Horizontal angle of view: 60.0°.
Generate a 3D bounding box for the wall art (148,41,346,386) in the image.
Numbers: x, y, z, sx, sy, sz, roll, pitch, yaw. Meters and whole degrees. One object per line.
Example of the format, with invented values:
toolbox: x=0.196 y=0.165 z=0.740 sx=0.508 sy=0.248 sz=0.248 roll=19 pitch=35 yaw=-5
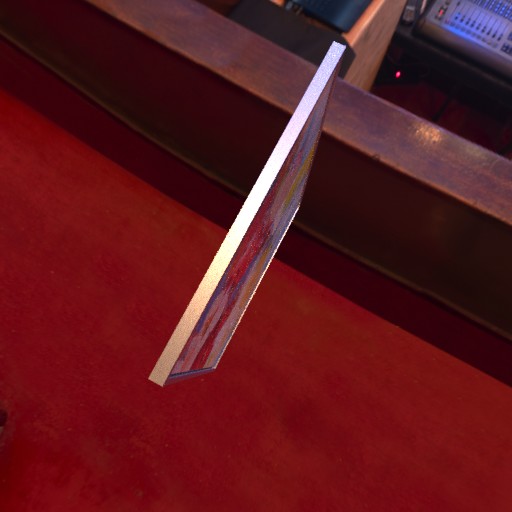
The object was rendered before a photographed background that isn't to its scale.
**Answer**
wall art: x=0.000 y=0.000 z=1.413 sx=0.030 sy=1.046 sz=0.816 roll=27 pitch=78 yaw=6
